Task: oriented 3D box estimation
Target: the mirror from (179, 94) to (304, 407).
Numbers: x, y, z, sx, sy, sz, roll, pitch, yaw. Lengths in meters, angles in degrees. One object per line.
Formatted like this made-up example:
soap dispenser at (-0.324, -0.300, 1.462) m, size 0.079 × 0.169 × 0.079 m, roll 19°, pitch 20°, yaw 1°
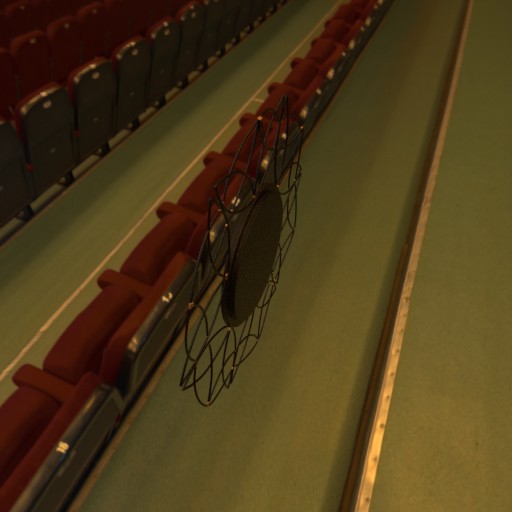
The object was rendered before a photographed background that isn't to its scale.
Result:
mirror at (0.000, 0.000, 1.139) m, size 0.028 × 0.775 × 0.797 m, roll 16°, pitch 48°, yaw 15°
